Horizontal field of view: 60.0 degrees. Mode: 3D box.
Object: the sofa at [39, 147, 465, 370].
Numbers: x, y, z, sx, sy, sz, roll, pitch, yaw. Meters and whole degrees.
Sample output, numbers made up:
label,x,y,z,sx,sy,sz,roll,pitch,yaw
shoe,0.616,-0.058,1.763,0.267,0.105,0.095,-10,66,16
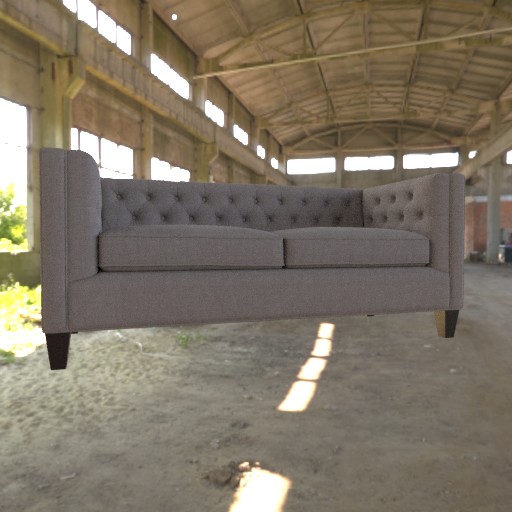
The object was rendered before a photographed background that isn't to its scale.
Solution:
label,x,y,z,sx,sy,sz,roll,pitch,yaw
sofa,0.000,0.000,2.119,1.778,0.762,0.775,0,1,-19
